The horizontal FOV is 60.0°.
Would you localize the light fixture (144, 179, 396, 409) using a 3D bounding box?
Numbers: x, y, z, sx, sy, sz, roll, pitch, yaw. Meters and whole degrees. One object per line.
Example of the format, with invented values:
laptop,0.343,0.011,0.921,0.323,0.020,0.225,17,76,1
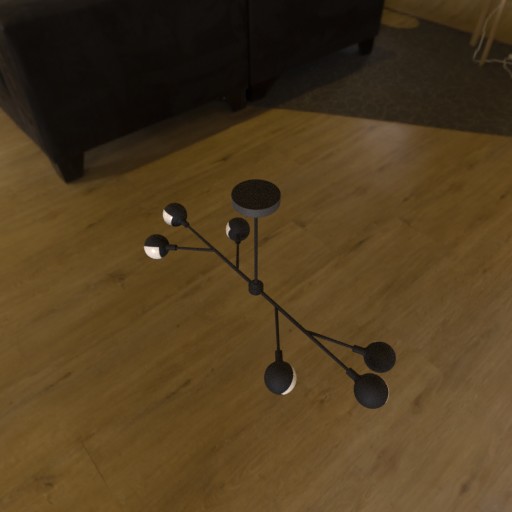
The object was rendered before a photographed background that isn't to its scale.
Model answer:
light fixture,0.000,0.000,1.031,0.434,0.362,0.778,-18,48,-17
